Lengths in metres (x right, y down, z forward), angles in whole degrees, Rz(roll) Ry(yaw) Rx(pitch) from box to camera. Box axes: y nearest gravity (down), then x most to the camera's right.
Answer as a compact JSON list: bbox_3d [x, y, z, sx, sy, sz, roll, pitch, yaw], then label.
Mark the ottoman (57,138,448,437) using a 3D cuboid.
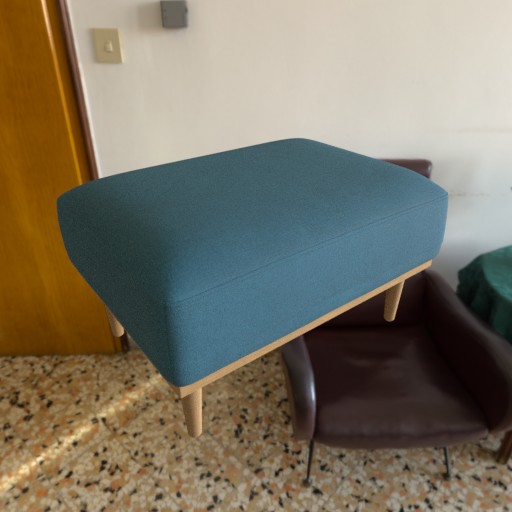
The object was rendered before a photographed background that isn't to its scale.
[{"bbox_3d":[0.000,0.000,1.071,0.749,0.428,0.549,-21,35,-32],"label":"ottoman"}]
